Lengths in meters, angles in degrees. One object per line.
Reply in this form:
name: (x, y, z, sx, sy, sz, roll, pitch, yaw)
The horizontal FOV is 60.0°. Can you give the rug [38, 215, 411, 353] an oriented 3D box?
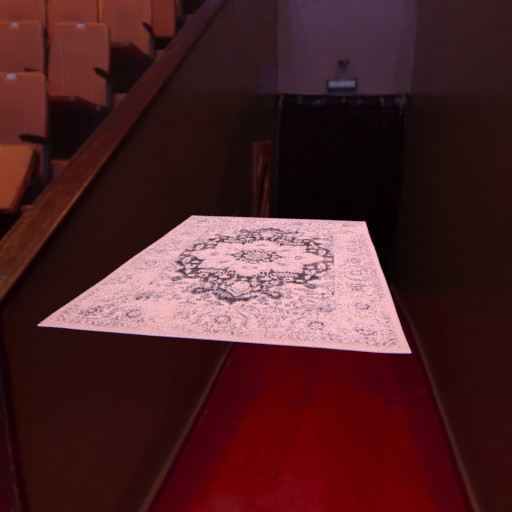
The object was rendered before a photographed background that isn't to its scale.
rug: (0.000, 0.000, 2.262, 1.223, 0.008, 1.813, 3, 17, 9)
